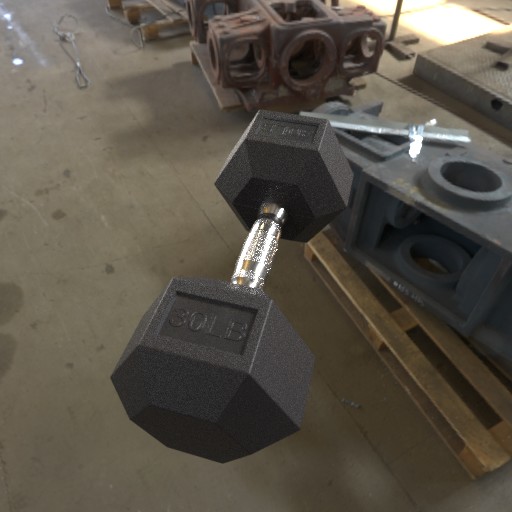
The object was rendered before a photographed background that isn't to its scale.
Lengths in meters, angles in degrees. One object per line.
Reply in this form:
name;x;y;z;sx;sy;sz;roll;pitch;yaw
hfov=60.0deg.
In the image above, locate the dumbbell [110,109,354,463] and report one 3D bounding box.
dumbbell;0.000;0.000;0.404;0.142;0.123;0.337;12;49;10
